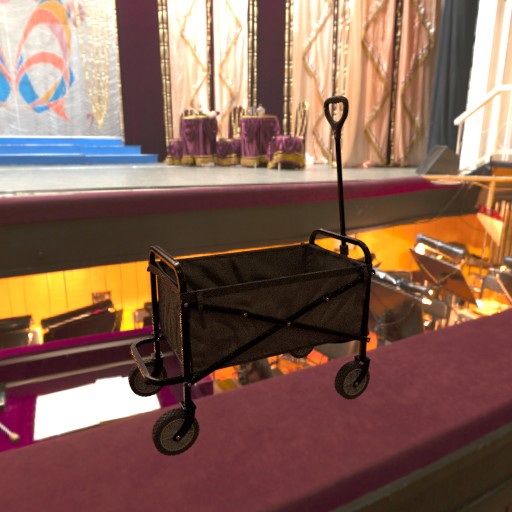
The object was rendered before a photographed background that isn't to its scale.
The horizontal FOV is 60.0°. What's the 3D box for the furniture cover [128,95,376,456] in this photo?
[{"bbox_3d":[0.000,0.000,1.850,1.038,1.295,0.532,-7,16,-26],"label":"furniture cover"}]
